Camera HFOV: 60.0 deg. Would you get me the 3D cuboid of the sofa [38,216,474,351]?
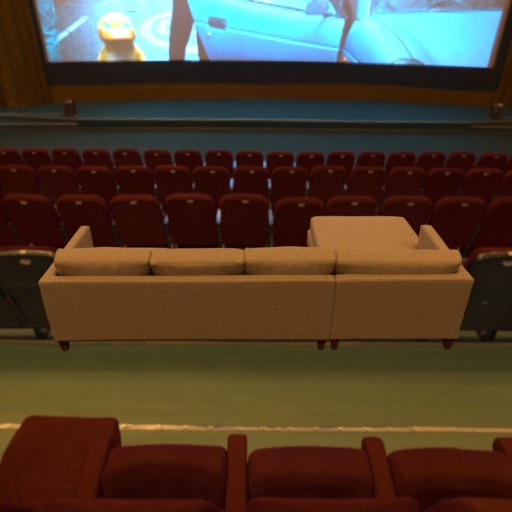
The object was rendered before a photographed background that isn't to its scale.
[{"bbox_3d":[0.000,0.000,4.028,3.186,0.846,1.625,0,30,0],"label":"sofa"}]
